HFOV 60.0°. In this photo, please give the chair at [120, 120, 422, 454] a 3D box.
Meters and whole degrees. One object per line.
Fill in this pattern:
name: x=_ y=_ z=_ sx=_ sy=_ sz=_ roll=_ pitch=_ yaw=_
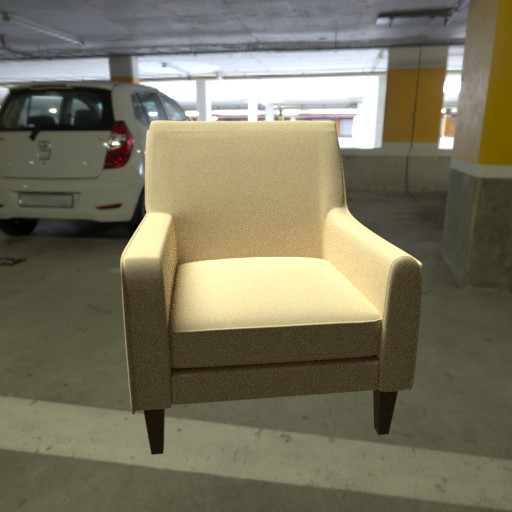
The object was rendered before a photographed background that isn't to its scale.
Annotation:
chair: x=0.000 y=0.000 z=1.539 sx=0.780 sy=0.919 sz=0.899 roll=-2 pitch=16 yaw=-7
